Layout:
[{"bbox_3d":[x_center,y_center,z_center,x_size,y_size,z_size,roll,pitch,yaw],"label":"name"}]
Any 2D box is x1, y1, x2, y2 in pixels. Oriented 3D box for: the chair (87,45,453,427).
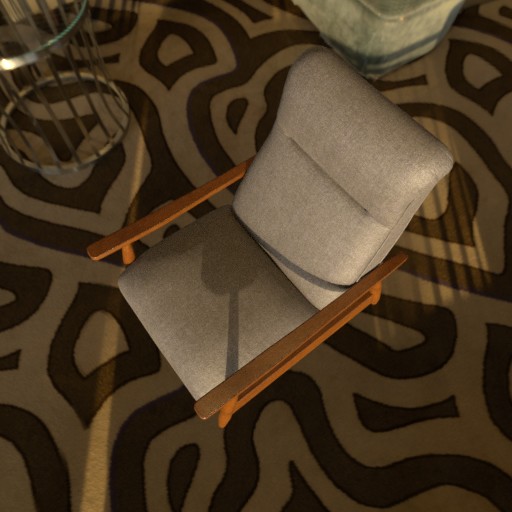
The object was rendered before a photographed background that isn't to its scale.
[{"bbox_3d":[0.000,0.000,1.719,1.014,1.081,0.762,-35,69,-16],"label":"chair"}]
